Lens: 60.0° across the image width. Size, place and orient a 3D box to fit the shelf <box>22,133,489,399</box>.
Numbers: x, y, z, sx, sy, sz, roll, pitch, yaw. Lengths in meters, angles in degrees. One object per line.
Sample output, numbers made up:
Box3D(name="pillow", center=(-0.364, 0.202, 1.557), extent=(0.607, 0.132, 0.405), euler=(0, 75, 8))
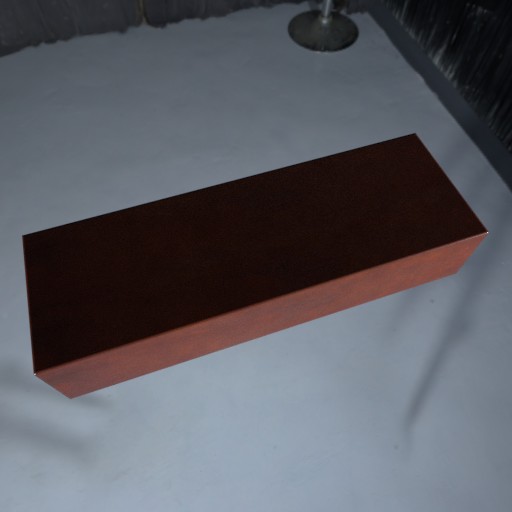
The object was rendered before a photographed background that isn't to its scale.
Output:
Box3D(name="shelf", center=(0.000, 0.000, 0.495), extent=(0.457, 0.088, 0.152), euler=(-16, 60, -10))
